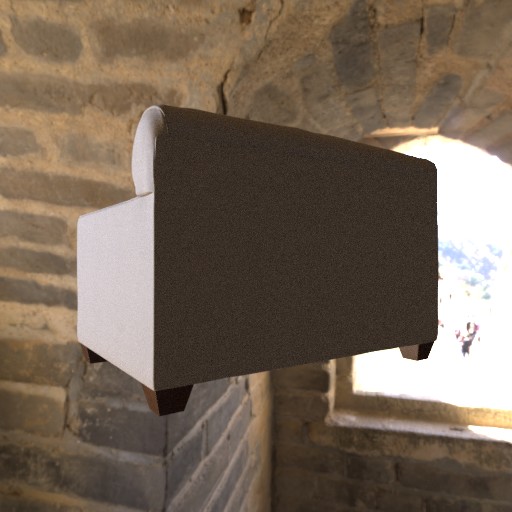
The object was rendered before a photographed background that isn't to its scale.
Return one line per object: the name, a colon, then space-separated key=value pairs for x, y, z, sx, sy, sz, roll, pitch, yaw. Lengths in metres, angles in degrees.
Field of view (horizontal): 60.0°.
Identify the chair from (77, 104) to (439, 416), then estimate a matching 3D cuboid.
chair: x=0.000 y=0.000 z=2.035 sx=1.383 sy=0.948 sz=1.000 roll=0 pitch=0 yaw=-34
